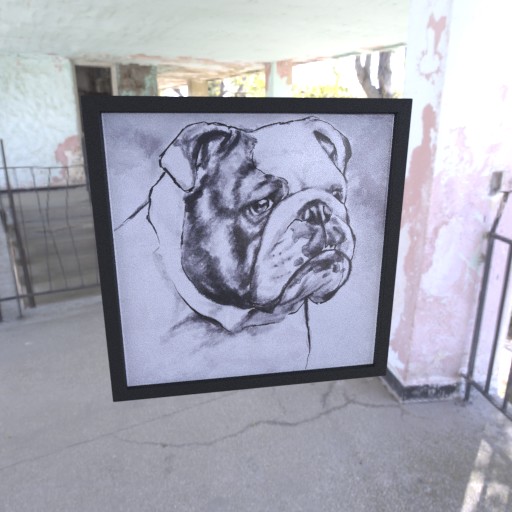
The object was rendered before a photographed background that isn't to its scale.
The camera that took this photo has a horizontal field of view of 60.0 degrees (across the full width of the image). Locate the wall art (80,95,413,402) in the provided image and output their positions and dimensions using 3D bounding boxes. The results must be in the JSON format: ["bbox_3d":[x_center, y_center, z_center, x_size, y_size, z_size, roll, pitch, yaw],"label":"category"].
[{"bbox_3d":[0.000,0.000,0.975,0.663,0.659,0.016,-3,17,-9],"label":"wall art"}]
